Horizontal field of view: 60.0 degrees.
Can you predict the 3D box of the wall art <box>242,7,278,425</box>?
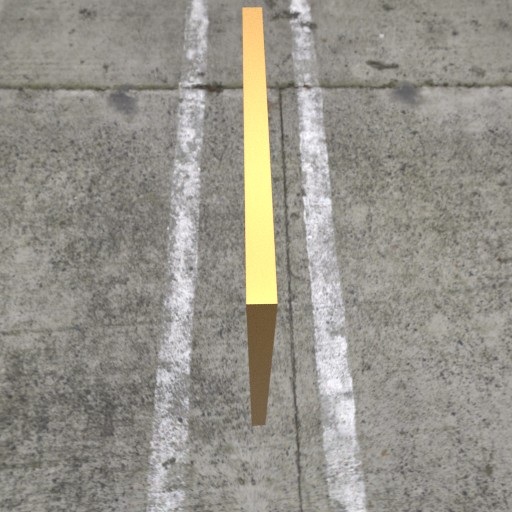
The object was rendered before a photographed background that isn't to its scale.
[{"bbox_3d":[0.000,0.000,1.030,0.038,0.812,0.610,-1,60,-1],"label":"wall art"}]
